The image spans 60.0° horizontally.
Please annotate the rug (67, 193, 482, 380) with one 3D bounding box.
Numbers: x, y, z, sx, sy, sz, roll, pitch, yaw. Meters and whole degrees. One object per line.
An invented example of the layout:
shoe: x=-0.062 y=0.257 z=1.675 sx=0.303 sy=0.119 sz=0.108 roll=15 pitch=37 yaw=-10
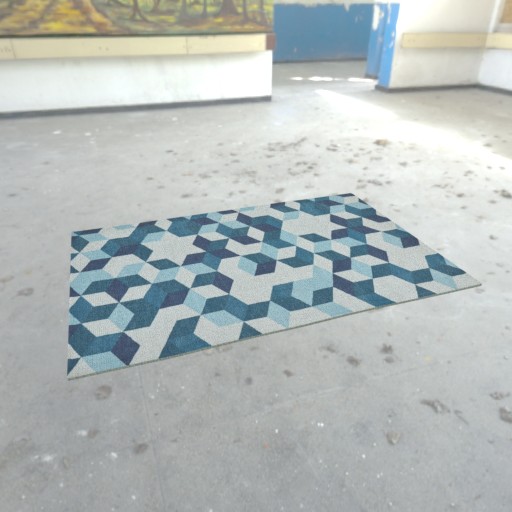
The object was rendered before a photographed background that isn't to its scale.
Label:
rug: x=0.000 y=0.000 z=2.317 sx=1.829 sy=0.014 sz=1.235 roll=-10 pitch=31 yaw=-17
